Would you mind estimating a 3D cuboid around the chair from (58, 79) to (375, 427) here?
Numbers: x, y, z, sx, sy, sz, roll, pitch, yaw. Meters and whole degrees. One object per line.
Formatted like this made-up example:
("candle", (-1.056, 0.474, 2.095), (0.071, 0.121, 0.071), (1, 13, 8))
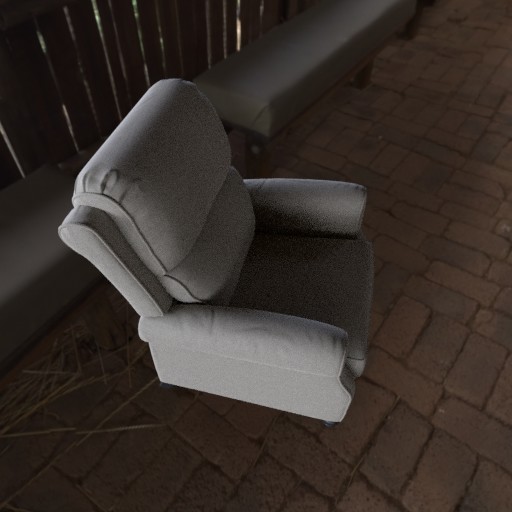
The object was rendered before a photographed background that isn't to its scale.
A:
("chair", (0.000, 0.000, 1.670), (0.919, 1.046, 0.859), (10, 49, 9))
